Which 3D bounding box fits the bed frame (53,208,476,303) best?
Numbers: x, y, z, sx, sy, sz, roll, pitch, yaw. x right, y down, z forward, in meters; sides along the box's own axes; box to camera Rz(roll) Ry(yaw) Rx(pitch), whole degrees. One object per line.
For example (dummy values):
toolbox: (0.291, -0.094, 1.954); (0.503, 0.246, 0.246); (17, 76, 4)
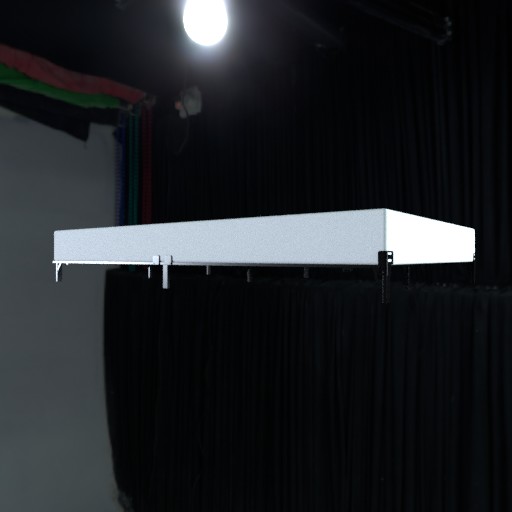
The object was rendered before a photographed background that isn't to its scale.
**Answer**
bed frame: (0.000, 0.000, 3.714); (2.987, 0.440, 1.930); (0, 0, 37)
